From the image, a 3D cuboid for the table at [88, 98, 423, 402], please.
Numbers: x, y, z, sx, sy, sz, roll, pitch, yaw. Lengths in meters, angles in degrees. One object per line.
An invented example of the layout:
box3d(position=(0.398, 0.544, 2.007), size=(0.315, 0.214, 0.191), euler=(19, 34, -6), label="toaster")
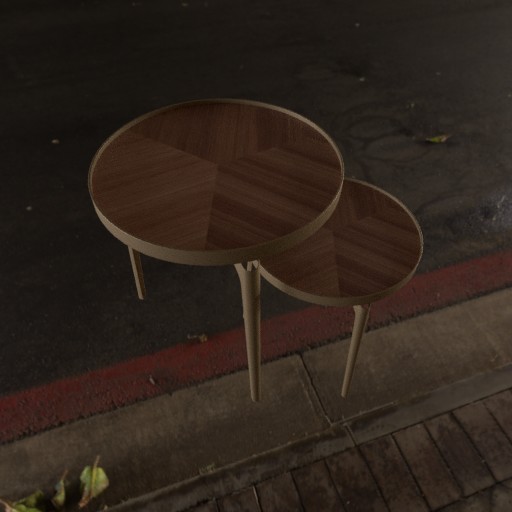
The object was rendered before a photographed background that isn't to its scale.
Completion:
box3d(position=(0.000, 0.000, 1.129), size=(0.751, 0.555, 0.532), euler=(10, 48, 9), label="table")
